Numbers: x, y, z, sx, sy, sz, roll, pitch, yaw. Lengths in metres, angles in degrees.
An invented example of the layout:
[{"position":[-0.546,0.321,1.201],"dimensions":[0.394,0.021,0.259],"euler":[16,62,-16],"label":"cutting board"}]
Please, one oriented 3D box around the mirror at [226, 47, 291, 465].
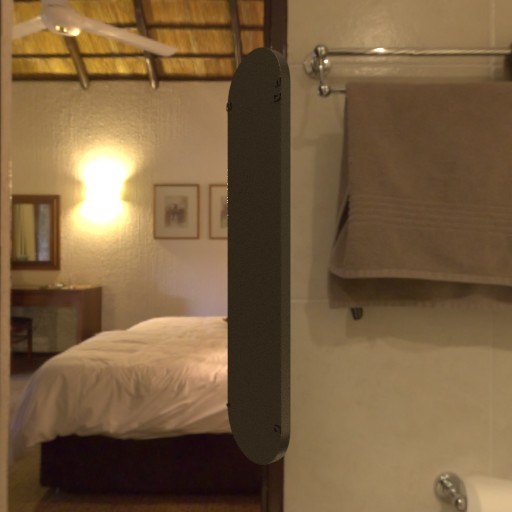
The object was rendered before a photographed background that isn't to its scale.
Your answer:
[{"position":[0.000,0.000,1.076],"dimensions":[0.032,0.991,0.222],"euler":[0,0,-36],"label":"mirror"}]
